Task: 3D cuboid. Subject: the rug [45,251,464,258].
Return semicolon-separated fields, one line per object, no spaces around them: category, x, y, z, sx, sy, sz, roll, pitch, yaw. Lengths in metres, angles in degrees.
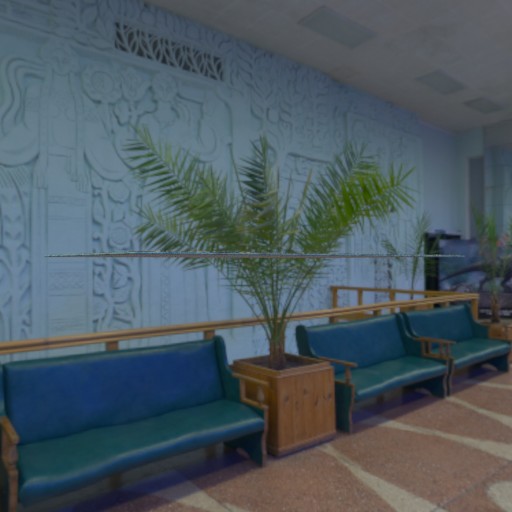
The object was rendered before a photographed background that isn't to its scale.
rug;0.000;0.000;2.853;2.207;0.014;1.567;0;-1;-36
